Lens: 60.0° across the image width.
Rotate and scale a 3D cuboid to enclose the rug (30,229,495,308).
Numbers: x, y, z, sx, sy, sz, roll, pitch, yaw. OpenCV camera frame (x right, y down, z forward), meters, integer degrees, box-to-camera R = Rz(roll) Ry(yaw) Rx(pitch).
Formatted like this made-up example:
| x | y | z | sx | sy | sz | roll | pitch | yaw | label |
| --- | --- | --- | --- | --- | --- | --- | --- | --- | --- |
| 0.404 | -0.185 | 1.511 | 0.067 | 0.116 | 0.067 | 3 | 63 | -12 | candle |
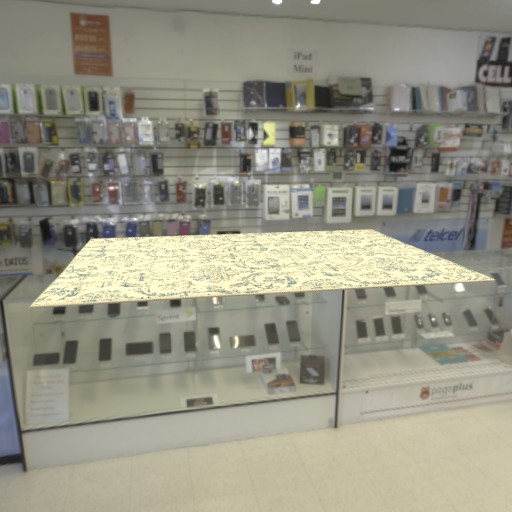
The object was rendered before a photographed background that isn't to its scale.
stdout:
| x | y | z | sx | sy | sz | roll | pitch | yaw | label |
| --- | --- | --- | --- | --- | --- | --- | --- | --- | --- |
| 0.000 | 0.000 | 3.433 | 2.746 | 0.018 | 1.819 | -2 | 14 | -10 | rug |
